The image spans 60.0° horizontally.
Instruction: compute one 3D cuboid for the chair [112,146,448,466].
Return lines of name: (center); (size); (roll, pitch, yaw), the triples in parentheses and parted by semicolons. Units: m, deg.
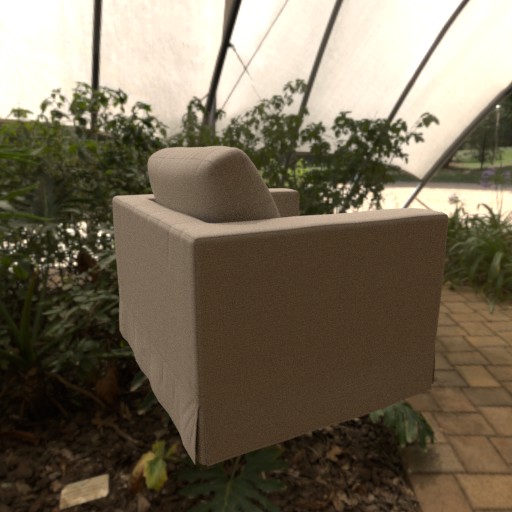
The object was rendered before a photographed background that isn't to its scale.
chair: (0.000, 0.000, 1.829); (0.957, 0.878, 1.150); (-7, 15, -27)
